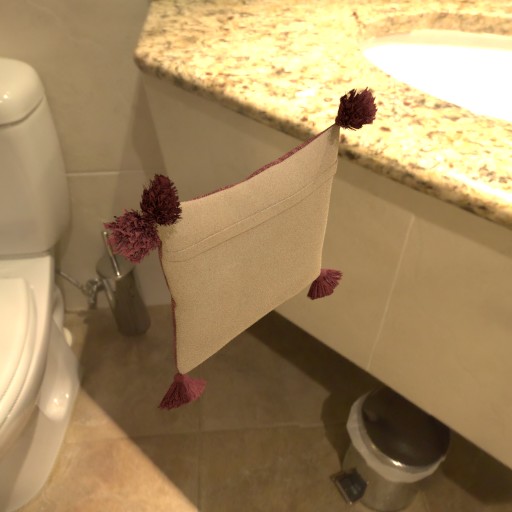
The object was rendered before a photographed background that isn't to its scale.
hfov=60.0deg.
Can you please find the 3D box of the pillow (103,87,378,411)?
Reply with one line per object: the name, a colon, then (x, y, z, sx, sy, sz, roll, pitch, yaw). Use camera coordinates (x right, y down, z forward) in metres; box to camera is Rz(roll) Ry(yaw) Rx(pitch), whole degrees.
pillow: (0.000, 0.000, 0.991, 0.641, 0.659, 0.138, -32, 53, -28)
